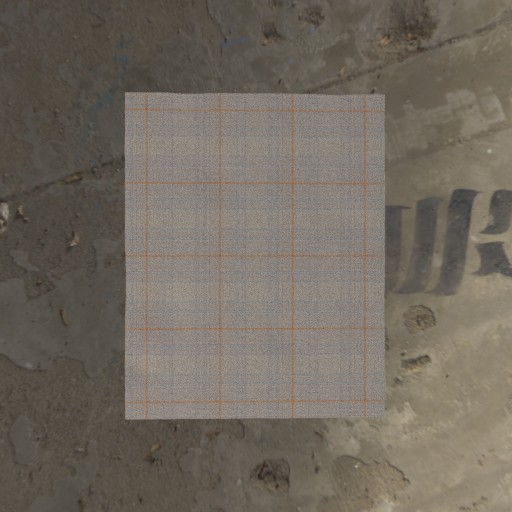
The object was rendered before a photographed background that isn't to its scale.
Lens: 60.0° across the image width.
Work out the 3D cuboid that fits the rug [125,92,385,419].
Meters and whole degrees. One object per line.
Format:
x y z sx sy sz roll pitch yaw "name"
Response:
0.000 0.000 4.159 2.448 0.021 3.051 0 90 -1 "rug"
